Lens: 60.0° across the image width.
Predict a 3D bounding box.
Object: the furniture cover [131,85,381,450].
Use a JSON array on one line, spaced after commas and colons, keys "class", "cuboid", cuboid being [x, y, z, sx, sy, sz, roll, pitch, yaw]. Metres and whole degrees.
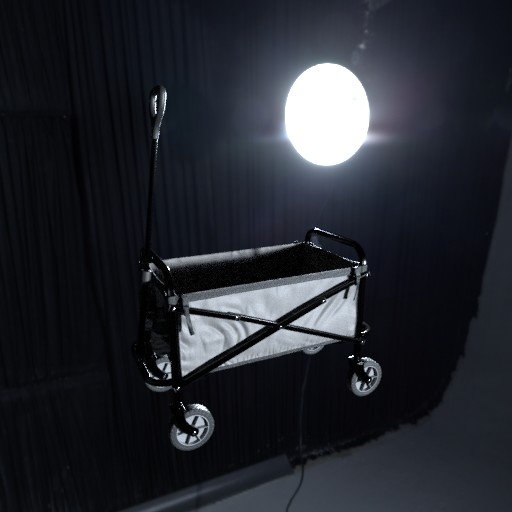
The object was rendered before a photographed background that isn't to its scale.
[{"class": "furniture cover", "cuboid": [0.000, 0.000, 1.838, 1.038, 1.295, 0.532, -8, 17, -25]}]
